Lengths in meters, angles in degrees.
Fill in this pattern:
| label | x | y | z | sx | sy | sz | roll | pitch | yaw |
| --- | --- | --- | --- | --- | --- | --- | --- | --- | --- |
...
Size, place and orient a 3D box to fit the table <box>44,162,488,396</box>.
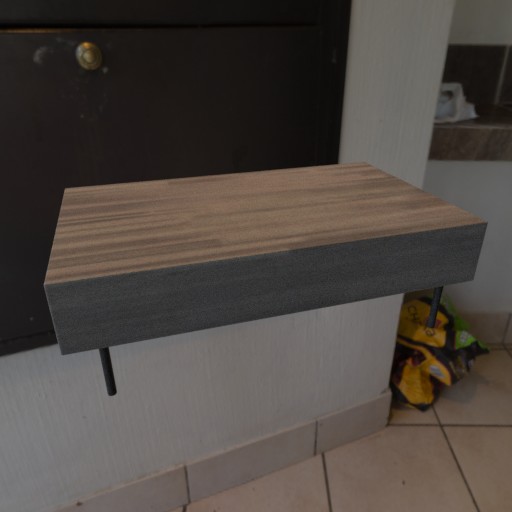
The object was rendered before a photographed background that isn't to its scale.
| label | x | y | z | sx | sy | sz | roll | pitch | yaw |
| --- | --- | --- | --- | --- | --- | --- | --- | --- | --- |
| table | 0.000 | 0.000 | 1.378 | 1.088 | 0.347 | 0.643 | -8 | 28 | -16 |
